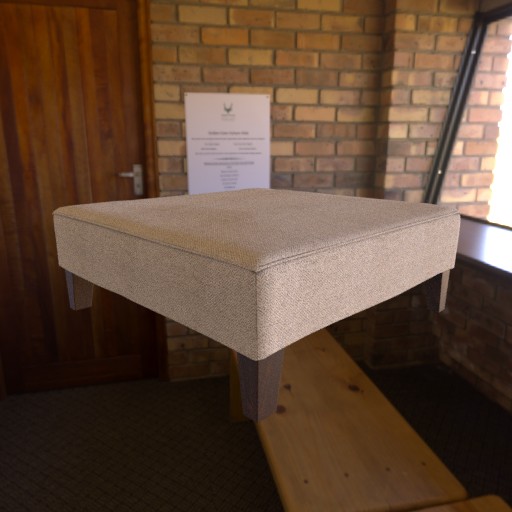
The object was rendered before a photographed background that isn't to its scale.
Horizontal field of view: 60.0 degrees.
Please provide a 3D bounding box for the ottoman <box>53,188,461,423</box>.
[{"bbox_3d":[0.000,0.000,1.505,0.973,0.381,0.982,-14,20,-43],"label":"ottoman"}]
